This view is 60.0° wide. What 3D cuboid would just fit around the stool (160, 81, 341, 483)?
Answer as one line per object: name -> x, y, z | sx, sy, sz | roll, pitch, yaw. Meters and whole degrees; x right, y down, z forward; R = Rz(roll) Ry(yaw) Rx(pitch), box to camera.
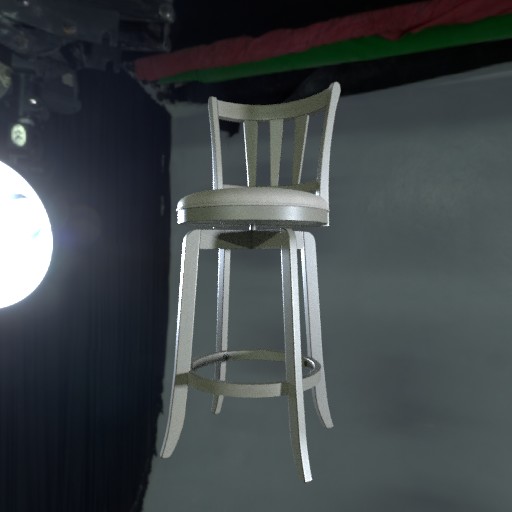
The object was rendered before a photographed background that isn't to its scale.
stool -> 0.000, 0.000, 1.266 | 0.436, 1.042, 0.475 | 0, 1, 19
